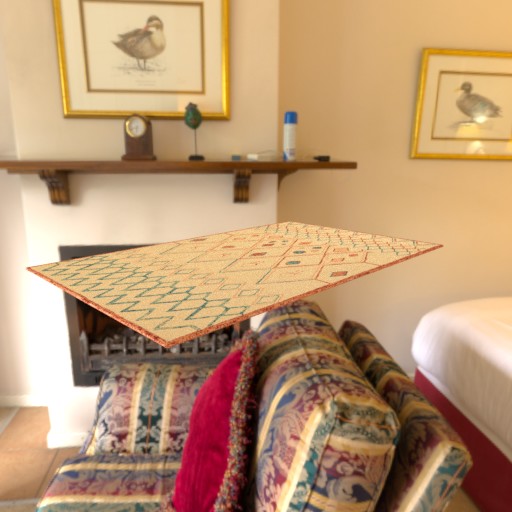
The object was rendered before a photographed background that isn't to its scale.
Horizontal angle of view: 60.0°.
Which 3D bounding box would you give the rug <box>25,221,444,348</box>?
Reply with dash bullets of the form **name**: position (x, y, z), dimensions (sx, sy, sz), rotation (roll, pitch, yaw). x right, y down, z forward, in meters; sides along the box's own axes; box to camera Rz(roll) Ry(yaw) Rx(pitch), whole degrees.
- **rug**: position (0.000, 0.000, 2.999), dimensions (2.438, 0.015, 1.524), rotation (-13, 19, -43)
